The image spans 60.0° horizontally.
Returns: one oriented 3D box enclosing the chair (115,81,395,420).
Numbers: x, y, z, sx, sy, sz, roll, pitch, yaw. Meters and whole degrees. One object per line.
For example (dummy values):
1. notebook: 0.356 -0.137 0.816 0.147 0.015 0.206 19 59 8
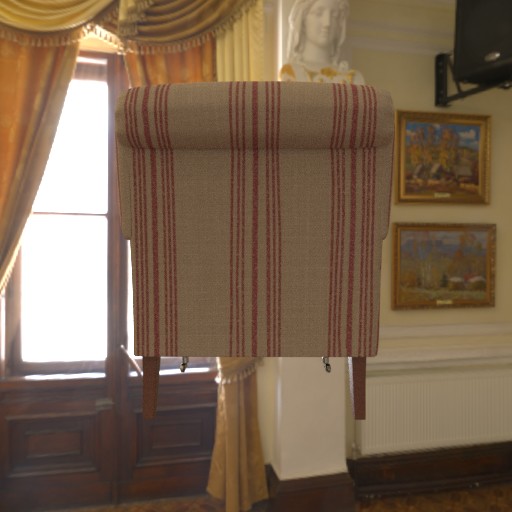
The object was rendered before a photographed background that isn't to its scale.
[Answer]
1. chair: 0.000 0.000 1.849 0.933 1.123 1.058 0 0 0
